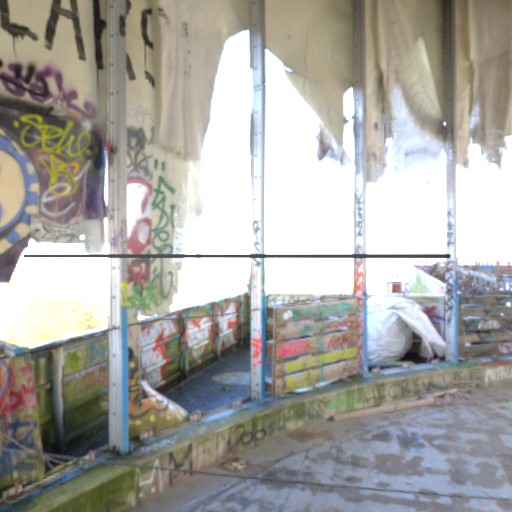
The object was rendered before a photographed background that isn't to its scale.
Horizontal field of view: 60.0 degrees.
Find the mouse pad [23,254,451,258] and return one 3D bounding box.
[{"bbox_3d":[0.000,0.000,0.334,0.249,0.002,0.211,0,0,16],"label":"mouse pad"}]
